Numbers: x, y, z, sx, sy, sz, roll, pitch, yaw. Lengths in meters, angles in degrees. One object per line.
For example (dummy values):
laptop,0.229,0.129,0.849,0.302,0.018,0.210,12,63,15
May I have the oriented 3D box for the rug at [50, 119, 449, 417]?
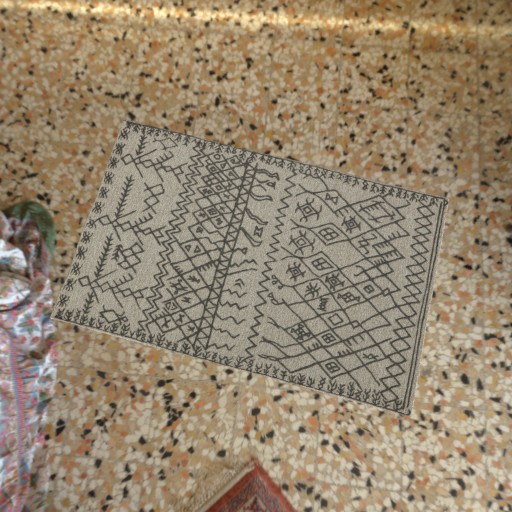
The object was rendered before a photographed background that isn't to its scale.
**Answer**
rug,0.000,0.000,4.788,3.824,0.019,2.393,14,77,3
